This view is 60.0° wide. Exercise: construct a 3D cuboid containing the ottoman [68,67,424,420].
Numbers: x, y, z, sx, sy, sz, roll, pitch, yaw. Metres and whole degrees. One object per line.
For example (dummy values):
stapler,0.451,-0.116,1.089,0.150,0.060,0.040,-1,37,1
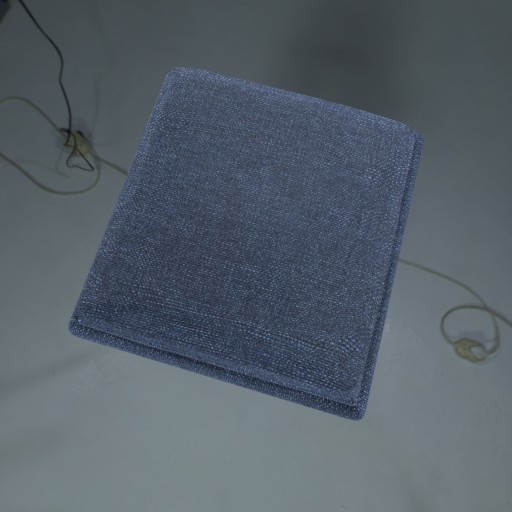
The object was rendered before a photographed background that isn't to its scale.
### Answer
ottoman,0.000,0.000,0.831,0.436,0.493,0.454,16,76,4
